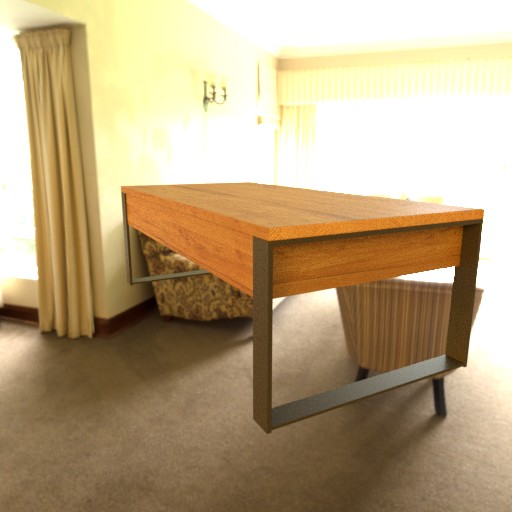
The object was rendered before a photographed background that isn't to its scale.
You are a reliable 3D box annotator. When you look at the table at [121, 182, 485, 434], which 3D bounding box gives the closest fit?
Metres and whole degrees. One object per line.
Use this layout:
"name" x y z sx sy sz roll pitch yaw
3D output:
"table" 0.000 0.000 1.447 0.590 0.400 1.180 -7 15 -28
